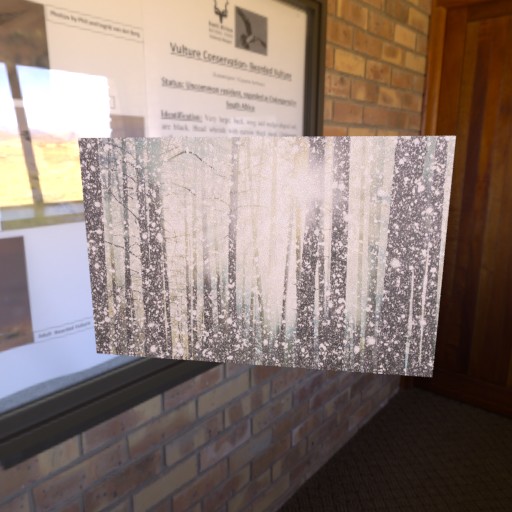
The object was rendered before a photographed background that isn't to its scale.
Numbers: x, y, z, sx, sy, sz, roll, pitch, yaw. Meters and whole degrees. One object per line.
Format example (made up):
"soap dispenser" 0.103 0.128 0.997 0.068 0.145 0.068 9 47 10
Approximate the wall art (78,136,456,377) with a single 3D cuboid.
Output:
"wall art" 0.000 0.000 1.154 0.919 0.598 0.038 2 13 9
